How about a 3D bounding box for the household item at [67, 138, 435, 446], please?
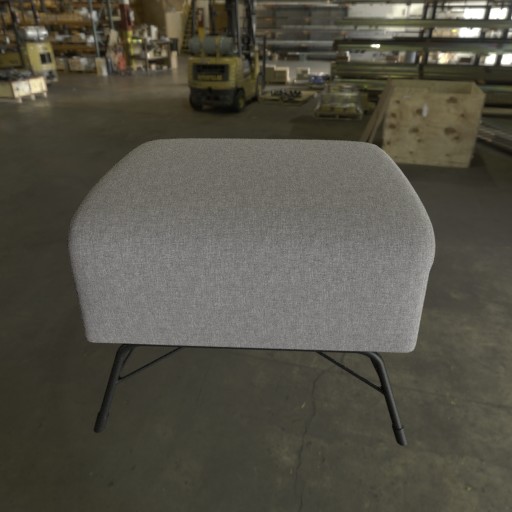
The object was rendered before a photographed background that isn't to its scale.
[{"bbox_3d":[0.000,0.000,0.875,0.530,0.410,0.530,1,28,3],"label":"household item"}]
